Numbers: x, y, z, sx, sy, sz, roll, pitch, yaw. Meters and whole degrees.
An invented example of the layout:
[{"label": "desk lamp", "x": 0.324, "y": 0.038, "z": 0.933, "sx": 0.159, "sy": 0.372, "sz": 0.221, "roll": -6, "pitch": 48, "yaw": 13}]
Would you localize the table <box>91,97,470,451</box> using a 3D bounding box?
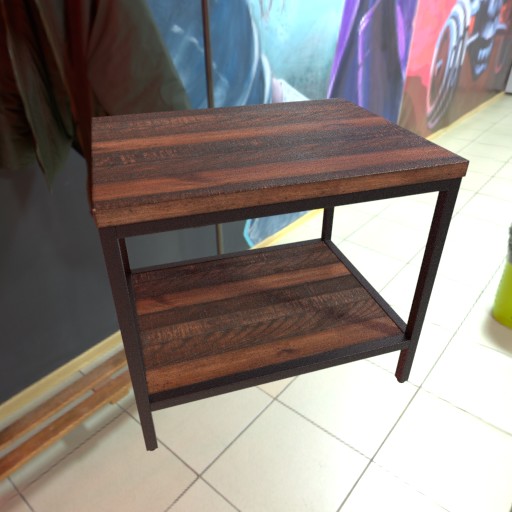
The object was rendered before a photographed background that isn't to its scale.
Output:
[{"label": "table", "x": 0.000, "y": 0.000, "z": 1.120, "sx": 0.678, "sy": 0.612, "sz": 0.524, "roll": -10, "pitch": 34, "yaw": -15}]
